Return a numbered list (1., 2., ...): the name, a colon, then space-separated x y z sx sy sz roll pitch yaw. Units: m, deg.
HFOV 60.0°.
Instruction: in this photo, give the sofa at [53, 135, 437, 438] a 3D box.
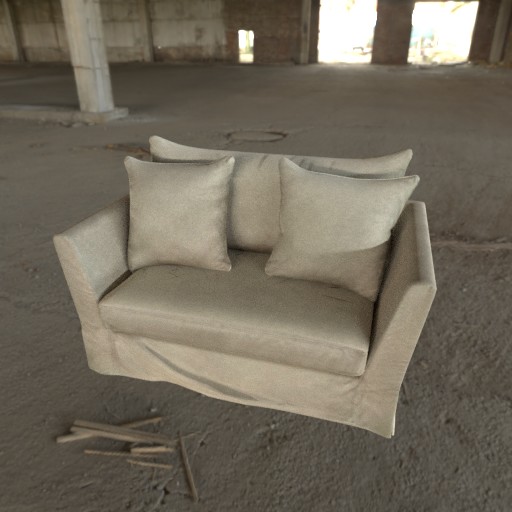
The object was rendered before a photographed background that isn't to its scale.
1. sofa: 0.000 0.000 2.261 1.608 1.040 1.035 7 27 15
